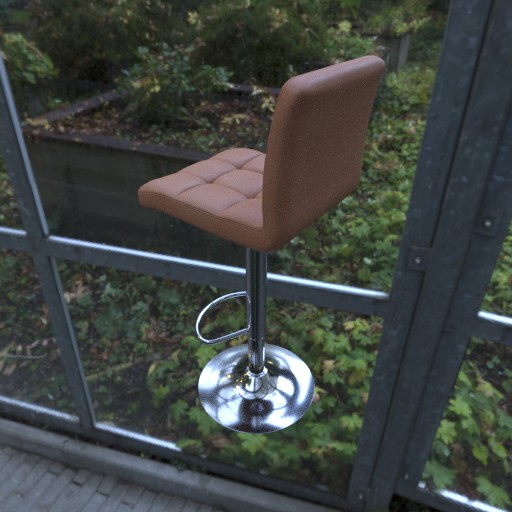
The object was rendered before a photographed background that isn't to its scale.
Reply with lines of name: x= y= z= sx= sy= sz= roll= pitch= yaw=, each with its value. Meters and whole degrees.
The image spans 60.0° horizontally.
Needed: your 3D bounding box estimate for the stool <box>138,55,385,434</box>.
stool: x=0.000 y=0.000 z=1.337 sx=0.505 sy=1.115 sz=0.430 roll=21 pitch=37 yaw=29
